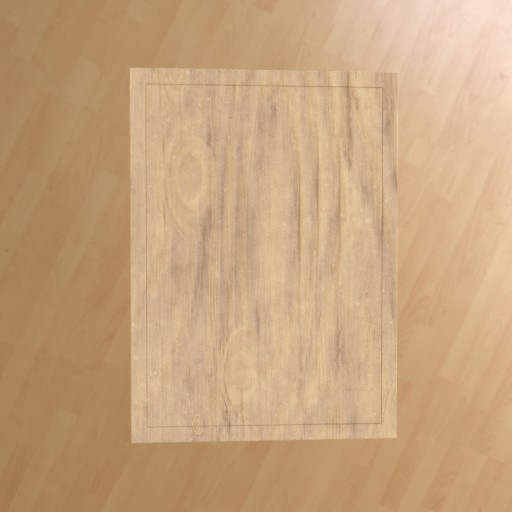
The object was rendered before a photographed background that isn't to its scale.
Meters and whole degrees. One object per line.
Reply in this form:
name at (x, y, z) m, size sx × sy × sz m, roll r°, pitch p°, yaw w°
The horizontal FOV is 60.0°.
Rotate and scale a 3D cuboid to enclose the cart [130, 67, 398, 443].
cart at (0.000, 0.000, 1.399) m, size 0.567 × 0.920 × 0.797 m, roll 0°, pitch 91°, yaw -3°
